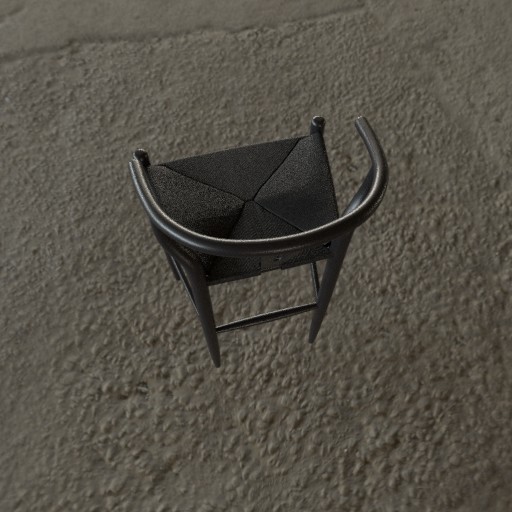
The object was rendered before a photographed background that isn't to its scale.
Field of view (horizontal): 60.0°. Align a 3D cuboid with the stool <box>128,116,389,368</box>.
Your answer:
[{"bbox_3d":[0.000,0.000,1.329,0.569,0.970,0.579,-13,59,-8],"label":"stool"}]
